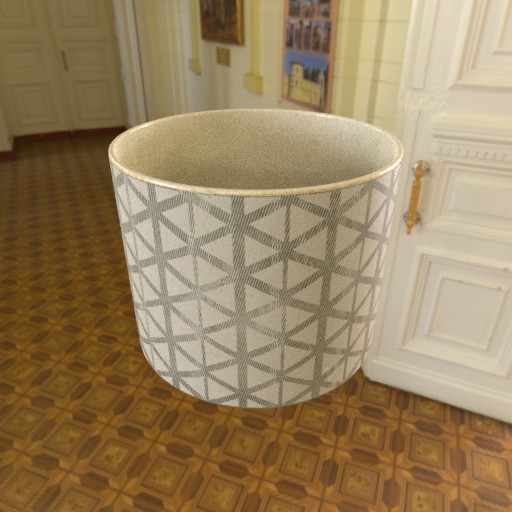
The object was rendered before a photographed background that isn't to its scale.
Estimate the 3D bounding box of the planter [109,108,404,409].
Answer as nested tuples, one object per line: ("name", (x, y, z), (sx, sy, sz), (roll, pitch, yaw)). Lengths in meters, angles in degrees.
("planter", (0.000, 0.000, 0.449), (0.250, 0.239, 0.250), (0, 30, 0))
